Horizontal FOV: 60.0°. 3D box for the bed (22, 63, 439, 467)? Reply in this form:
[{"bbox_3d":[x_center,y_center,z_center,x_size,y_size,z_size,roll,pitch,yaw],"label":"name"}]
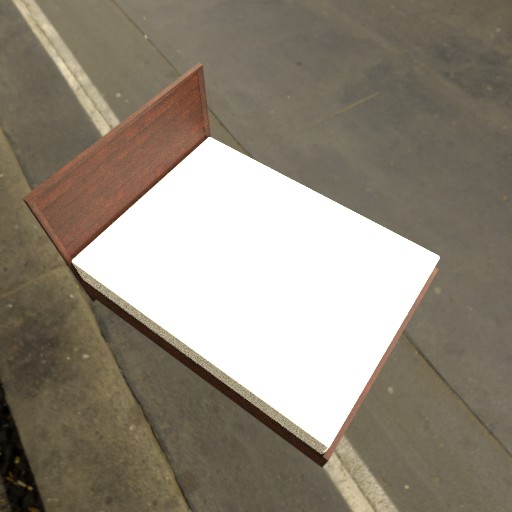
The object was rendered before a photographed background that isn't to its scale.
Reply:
[{"bbox_3d":[0.000,0.000,3.106,2.184,1.270,1.600,31,62,18],"label":"bed"}]
